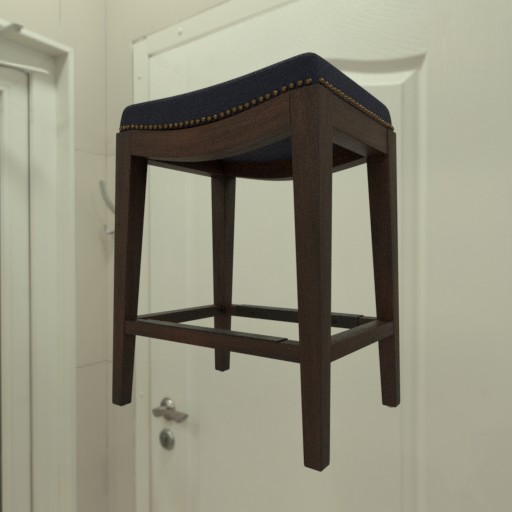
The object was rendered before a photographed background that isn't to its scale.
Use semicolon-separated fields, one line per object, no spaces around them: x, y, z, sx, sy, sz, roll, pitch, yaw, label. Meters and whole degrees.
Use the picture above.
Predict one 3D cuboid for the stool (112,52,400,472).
0.000;0.000;0.942;0.500;0.642;0.361;1;1;36;stool
